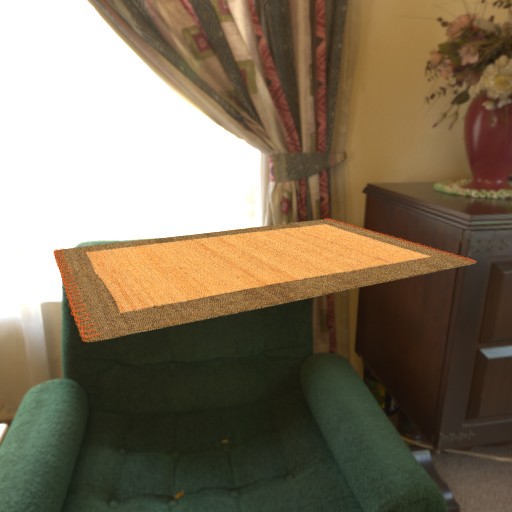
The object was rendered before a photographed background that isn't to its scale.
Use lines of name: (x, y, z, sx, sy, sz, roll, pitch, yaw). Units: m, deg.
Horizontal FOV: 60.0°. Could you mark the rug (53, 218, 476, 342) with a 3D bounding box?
rug: (0.000, 0.000, 2.269, 1.838, 0.019, 1.220, -8, 18, -27)
